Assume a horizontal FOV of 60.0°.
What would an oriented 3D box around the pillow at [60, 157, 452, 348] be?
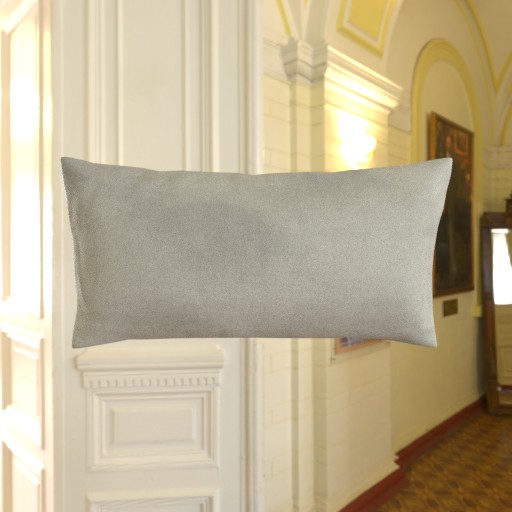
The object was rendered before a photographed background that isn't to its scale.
[{"bbox_3d":[0.000,0.000,0.712,0.608,0.305,0.156,0,0,-1],"label":"pillow"}]
